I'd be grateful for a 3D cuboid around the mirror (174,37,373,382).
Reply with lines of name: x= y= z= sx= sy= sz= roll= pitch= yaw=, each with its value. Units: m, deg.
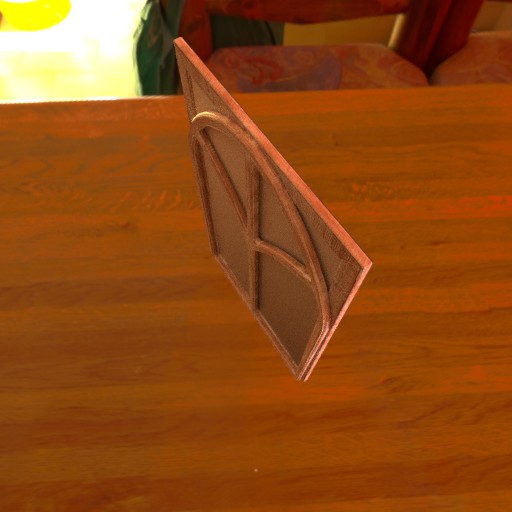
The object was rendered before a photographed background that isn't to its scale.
mirror: x=0.000 y=0.000 z=0.995 sx=0.058 sy=0.787 sz=0.495 roll=-31 pitch=68 yaw=-14
